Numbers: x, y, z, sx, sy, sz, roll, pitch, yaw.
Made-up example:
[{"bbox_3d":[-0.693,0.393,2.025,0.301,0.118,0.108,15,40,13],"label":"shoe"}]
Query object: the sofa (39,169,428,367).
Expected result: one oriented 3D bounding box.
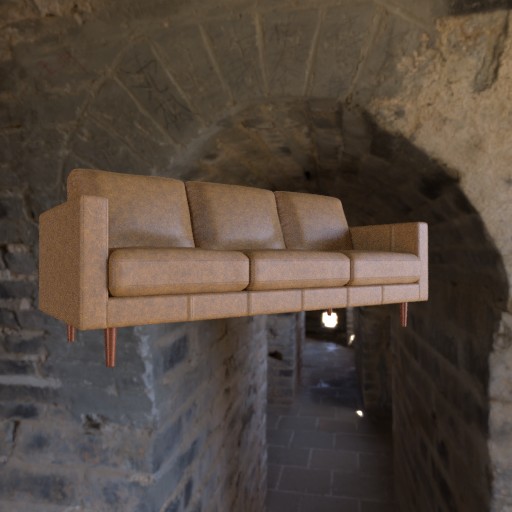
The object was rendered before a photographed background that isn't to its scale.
[{"bbox_3d":[0.000,0.000,2.663,2.231,0.930,0.903,0,-1,-35],"label":"sofa"}]
